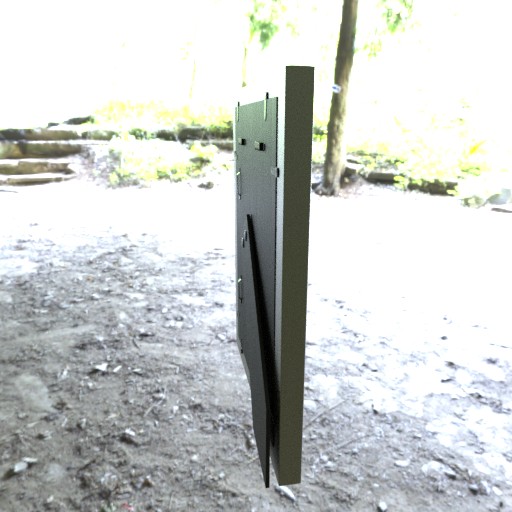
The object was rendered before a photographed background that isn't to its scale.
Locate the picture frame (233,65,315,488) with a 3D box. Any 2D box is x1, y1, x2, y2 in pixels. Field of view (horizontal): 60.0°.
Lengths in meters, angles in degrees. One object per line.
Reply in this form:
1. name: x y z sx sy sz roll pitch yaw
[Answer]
1. picture frame: 0.000 0.000 0.530 0.036 0.386 0.307 -3 17 -10
